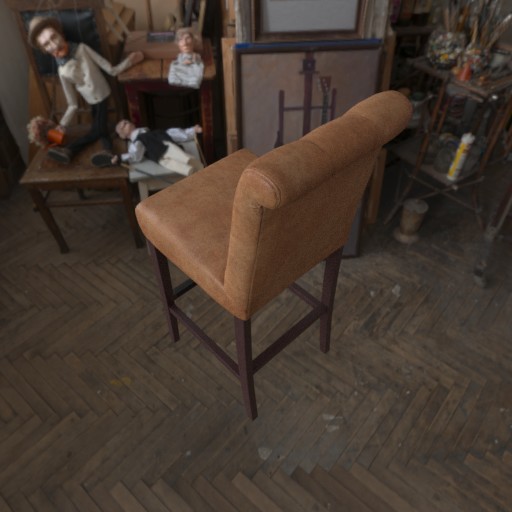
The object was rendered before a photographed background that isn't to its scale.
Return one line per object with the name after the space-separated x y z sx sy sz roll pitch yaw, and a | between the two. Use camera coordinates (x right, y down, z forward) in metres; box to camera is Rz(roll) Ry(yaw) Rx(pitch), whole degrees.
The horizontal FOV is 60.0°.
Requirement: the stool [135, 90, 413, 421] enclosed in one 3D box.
0.000 0.000 1.438 0.493 1.140 0.601 -35 55 -28 | stool
